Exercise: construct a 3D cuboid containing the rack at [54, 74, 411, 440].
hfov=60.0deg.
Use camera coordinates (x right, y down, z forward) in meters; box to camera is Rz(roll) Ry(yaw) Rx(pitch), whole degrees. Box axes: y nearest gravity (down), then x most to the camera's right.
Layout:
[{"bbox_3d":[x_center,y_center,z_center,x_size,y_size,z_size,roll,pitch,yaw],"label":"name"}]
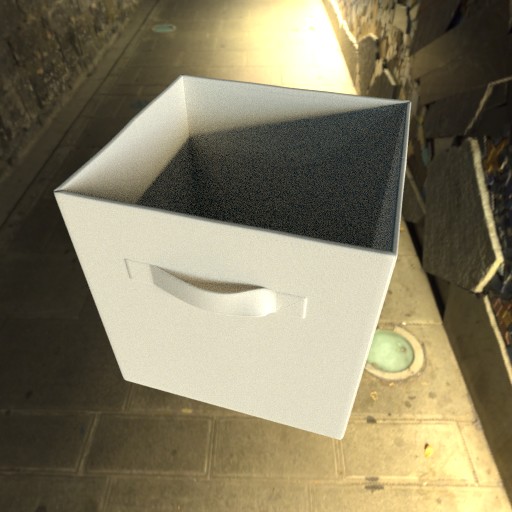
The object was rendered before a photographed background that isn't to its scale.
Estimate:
[{"bbox_3d":[0.000,0.000,0.498,0.270,0.280,0.270,11,44,12],"label":"rack"}]
